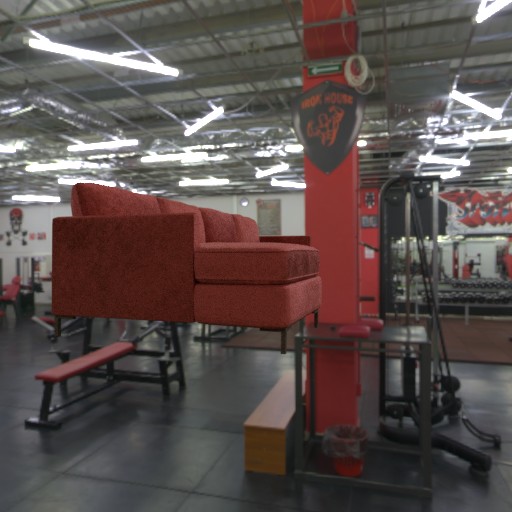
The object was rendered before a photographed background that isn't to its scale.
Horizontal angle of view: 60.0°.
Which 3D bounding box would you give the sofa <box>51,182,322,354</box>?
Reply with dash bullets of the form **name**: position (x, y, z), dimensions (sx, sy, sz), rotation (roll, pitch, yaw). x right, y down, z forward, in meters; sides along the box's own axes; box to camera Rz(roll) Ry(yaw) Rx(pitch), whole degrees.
- **sofa**: position (0.000, 0.000, 4.020), dimensions (1.500, 0.967, 3.400), rotation (0, 0, 19)
